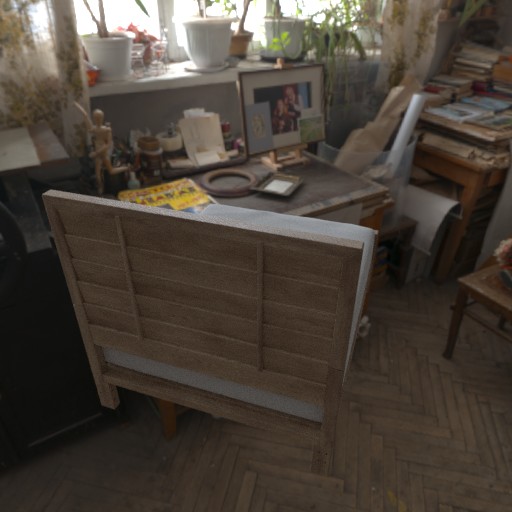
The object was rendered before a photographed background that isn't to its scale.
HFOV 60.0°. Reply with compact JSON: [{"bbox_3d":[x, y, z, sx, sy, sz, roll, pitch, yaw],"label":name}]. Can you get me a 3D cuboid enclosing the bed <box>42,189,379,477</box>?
[{"bbox_3d":[0.000,0.000,3.270,1.615,1.631,2.017,11,34,16],"label":"bed"}]
